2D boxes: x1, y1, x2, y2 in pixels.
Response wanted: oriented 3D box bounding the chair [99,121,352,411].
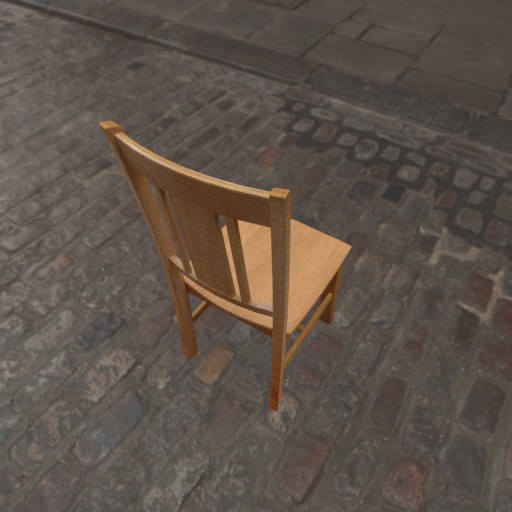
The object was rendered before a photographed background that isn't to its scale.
[{"bbox_3d":[0.000,0.000,1.346,0.450,0.998,0.556,25,51,22],"label":"chair"}]
